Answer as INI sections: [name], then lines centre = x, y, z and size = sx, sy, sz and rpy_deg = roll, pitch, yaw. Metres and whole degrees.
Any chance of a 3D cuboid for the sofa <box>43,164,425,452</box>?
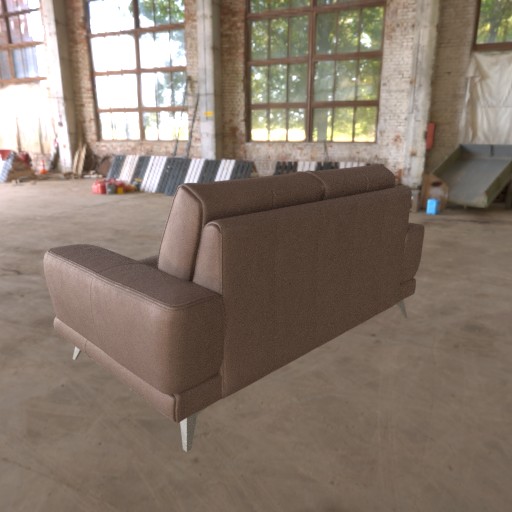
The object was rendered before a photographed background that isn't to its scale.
[sofa]
centre = 0.000, 0.000, 2.300
size = 1.018, 0.907, 1.806
rpy_deg = 15, 22, 43
